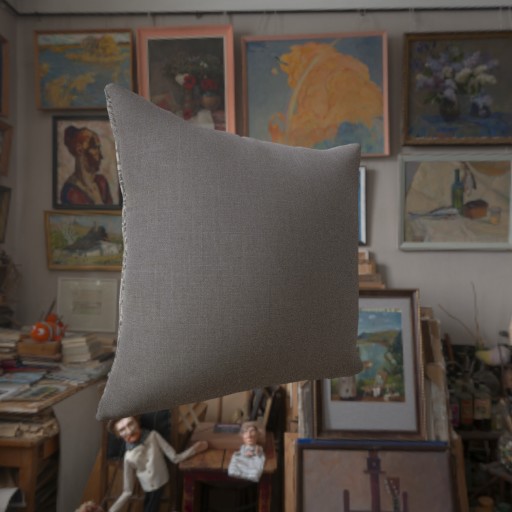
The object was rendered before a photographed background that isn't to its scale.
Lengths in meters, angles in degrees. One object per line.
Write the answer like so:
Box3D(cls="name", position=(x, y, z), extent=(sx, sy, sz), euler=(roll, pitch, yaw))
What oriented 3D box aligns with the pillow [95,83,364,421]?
Box3D(cls="pillow", position=(0.000, 0.000, 0.778), extent=(0.546, 0.487, 0.180), euler=(1, -2, -36))
